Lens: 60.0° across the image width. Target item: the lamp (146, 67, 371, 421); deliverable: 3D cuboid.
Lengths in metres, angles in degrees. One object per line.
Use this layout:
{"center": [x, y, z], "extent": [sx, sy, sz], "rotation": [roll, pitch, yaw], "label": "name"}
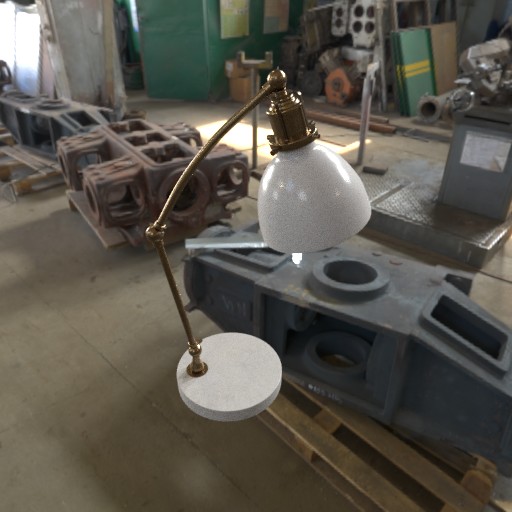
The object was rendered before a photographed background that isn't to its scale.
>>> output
{"center": [0.000, 0.000, 0.663], "extent": [0.317, 0.522, 0.186], "rotation": [-1, 32, -1], "label": "lamp"}
